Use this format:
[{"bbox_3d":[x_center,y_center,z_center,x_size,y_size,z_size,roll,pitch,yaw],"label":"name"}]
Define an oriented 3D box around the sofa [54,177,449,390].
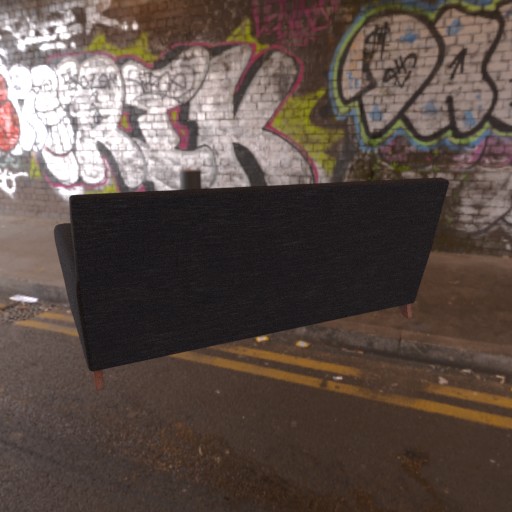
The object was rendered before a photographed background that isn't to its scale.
[{"bbox_3d":[0.000,0.000,2.451,1.976,0.846,0.875,-7,16,-26],"label":"sofa"}]
